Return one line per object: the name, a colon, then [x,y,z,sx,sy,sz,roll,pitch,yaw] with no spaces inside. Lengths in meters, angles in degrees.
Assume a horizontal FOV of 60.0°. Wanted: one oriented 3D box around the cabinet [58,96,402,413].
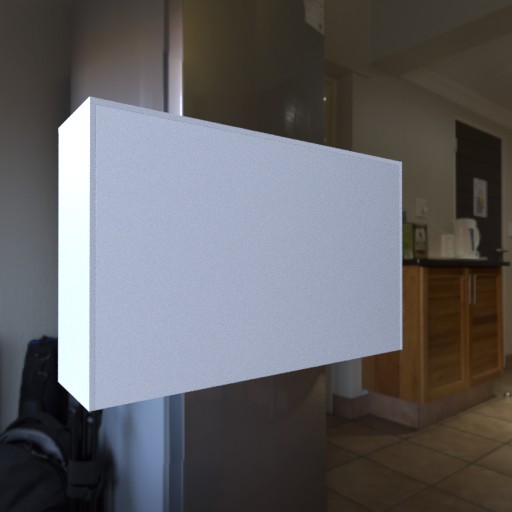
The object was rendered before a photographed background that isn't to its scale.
cabinet: [0.000,0.000,1.838,1.450,0.900,0.380,0,0,-36]
